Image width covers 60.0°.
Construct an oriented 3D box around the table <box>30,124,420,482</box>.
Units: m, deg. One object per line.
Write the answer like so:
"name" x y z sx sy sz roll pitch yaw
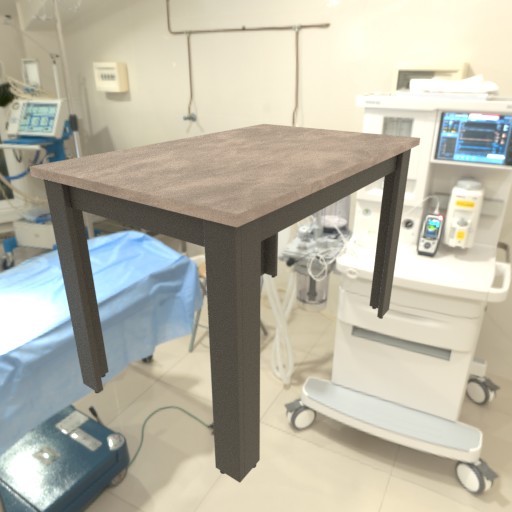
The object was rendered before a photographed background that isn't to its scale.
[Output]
"table" 0.000 0.000 1.551 0.700 0.734 1.100 16 28 32
